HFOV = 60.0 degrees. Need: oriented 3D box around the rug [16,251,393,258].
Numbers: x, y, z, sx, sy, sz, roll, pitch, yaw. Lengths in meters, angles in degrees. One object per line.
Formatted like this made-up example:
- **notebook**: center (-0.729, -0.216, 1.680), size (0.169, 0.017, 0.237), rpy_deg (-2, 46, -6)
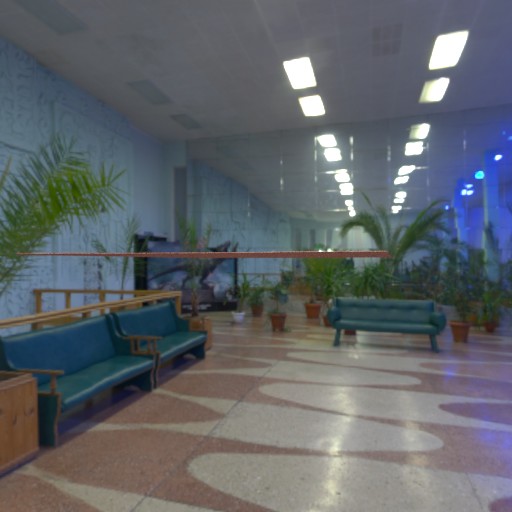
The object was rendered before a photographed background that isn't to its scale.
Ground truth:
- **rug**: center (0.000, 0.000, 2.727), size (1.594, 0.009, 2.112), rpy_deg (0, -1, 18)
